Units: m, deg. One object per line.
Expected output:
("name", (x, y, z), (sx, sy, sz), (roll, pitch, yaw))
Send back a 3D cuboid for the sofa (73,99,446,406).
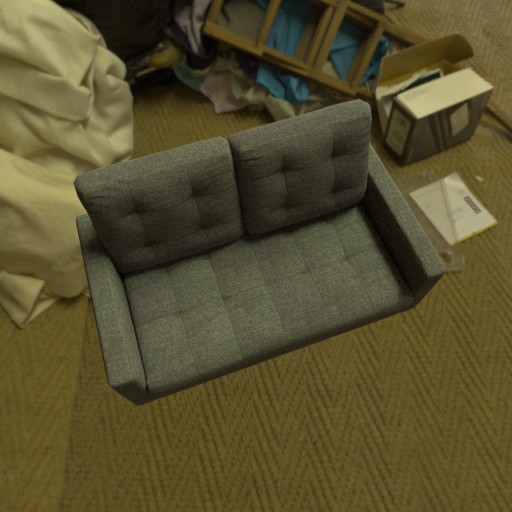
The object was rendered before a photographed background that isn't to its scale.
("sofa", (0.000, 0.000, 1.973), (1.407, 0.907, 0.842), (-18, 64, -9))
